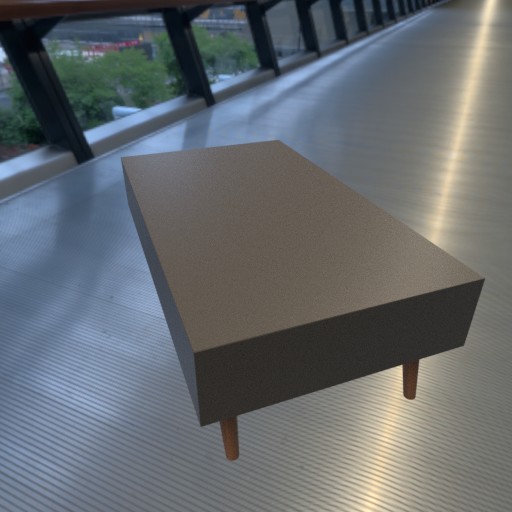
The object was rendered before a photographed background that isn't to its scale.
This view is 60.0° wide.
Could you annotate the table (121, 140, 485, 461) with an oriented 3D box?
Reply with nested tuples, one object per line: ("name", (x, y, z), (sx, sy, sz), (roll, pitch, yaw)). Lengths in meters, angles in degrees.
("table", (0.000, 0.000, 1.504), (0.703, 0.404, 1.201), (-11, 32, -18))
